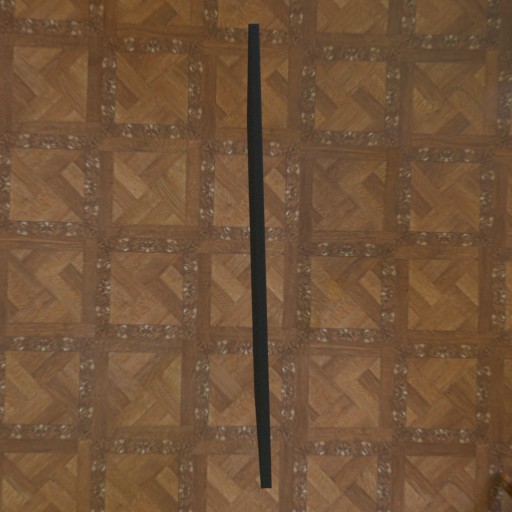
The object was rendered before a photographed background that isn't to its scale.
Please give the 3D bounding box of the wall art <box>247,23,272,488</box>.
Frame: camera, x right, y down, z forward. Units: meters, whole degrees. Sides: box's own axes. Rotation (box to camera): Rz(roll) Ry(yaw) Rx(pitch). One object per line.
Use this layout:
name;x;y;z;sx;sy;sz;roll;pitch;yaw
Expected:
wall art;0.000;0.000;1.248;0.049;0.659;0.964;0;90;-1
